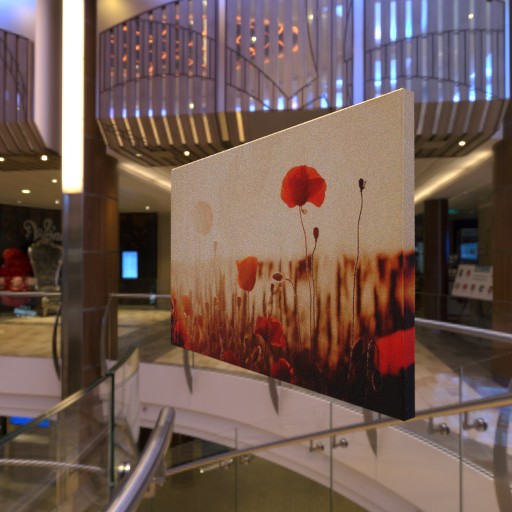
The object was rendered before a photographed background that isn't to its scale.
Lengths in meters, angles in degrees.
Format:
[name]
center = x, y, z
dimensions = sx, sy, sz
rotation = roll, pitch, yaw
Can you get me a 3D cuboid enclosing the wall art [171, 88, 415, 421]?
[wall art]
center = 0.000, 0.000, 1.171
dimensions = 0.038, 0.602, 0.918
rotation = 0, -1, -37
